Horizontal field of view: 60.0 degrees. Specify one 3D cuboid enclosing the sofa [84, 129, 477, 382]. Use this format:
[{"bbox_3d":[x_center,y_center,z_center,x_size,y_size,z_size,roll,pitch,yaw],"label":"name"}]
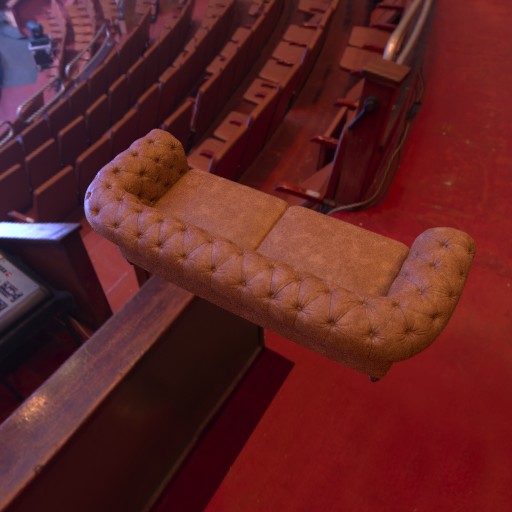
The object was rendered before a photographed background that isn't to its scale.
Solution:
[{"bbox_3d":[0.000,0.000,2.829,2.365,0.760,0.989,23,51,20],"label":"sofa"}]
